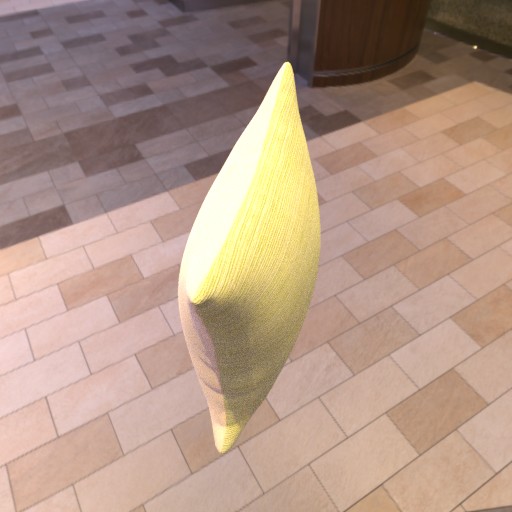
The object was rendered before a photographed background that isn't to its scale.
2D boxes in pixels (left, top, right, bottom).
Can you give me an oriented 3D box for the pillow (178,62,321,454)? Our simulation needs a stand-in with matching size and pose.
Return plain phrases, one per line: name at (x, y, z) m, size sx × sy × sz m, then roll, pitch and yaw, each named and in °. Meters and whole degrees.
pillow at (0.000, 0.000, 0.806) m, size 0.229 × 0.487 × 0.560 m, roll 10°, pitch 49°, yaw 9°
